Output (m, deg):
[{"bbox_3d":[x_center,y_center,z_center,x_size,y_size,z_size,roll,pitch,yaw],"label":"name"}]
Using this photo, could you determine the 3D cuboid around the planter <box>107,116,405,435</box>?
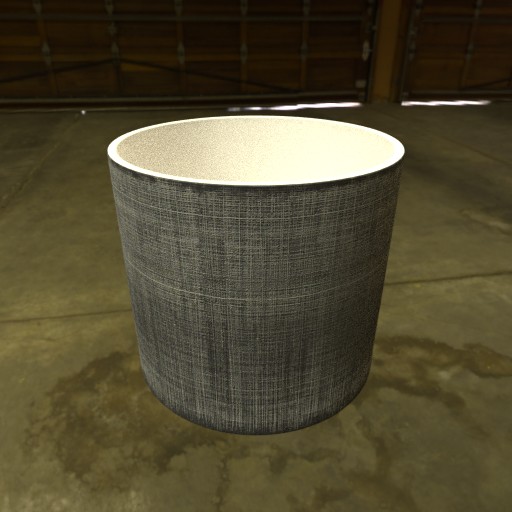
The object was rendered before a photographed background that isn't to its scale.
[{"bbox_3d":[0.000,0.000,0.388,0.221,0.201,0.221,0,27,0],"label":"planter"}]
